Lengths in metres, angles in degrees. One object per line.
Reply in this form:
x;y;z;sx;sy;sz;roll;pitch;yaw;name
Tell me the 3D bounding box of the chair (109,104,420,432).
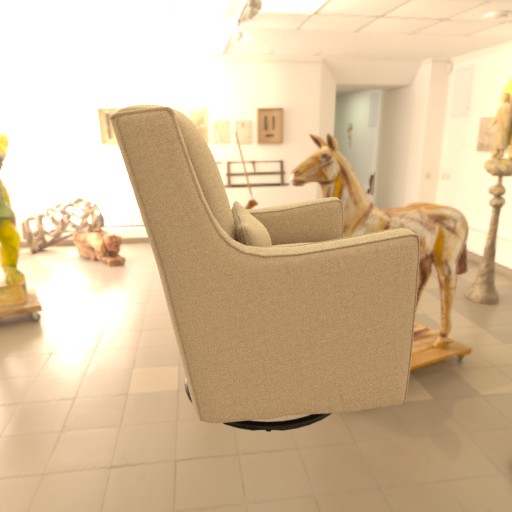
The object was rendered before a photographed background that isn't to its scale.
0.000;0.000;1.550;0.879;0.993;0.732;-2;16;-9;chair
